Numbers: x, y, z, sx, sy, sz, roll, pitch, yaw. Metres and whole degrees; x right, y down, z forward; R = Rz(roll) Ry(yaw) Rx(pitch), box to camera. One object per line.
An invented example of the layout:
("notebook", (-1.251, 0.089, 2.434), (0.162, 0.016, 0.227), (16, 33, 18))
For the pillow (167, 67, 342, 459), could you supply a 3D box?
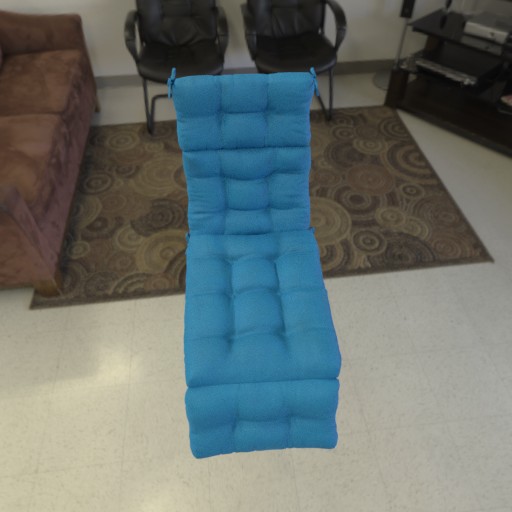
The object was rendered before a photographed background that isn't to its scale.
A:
("pillow", (0.000, 0.000, 1.482), (0.526, 0.863, 1.016), (-3, 48, -3))
